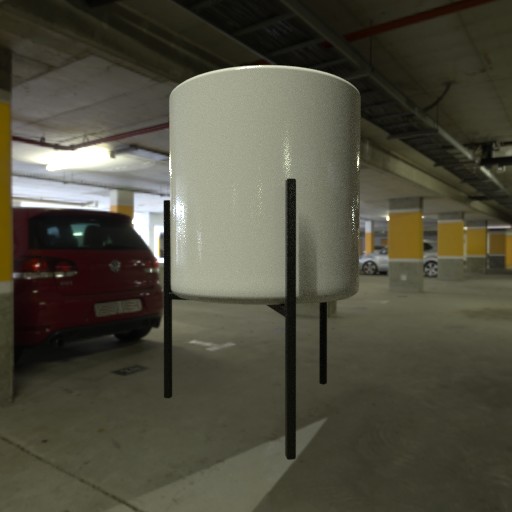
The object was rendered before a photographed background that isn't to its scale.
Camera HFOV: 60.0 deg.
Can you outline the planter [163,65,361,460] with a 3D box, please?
[{"bbox_3d":[0.000,0.000,0.521,0.239,0.356,0.239,0,1,18],"label":"planter"}]
